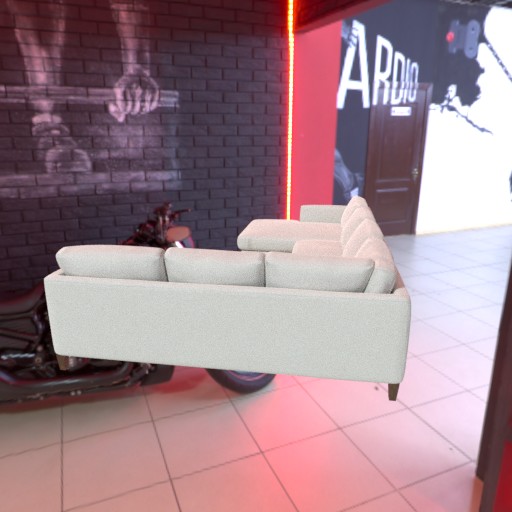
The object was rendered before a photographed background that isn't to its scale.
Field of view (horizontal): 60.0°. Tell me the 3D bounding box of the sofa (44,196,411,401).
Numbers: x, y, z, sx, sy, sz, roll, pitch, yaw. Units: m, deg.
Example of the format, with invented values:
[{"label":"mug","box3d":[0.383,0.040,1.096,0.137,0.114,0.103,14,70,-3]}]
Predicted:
[{"label":"sofa","box3d":[0.000,0.000,4.659,2.593,0.956,3.459,3,16,9]}]
